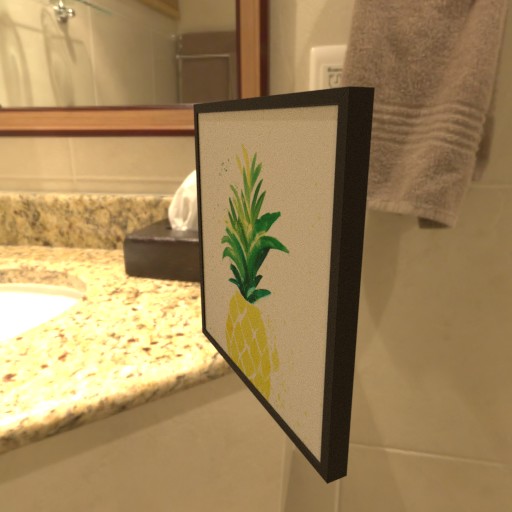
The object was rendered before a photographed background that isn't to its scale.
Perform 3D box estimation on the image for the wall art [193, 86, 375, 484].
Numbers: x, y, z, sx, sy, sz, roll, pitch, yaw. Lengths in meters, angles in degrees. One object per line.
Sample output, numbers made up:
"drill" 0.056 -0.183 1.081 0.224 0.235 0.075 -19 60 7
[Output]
"wall art" 0.000 0.000 0.756 0.033 0.507 0.508 -8 18 -25
